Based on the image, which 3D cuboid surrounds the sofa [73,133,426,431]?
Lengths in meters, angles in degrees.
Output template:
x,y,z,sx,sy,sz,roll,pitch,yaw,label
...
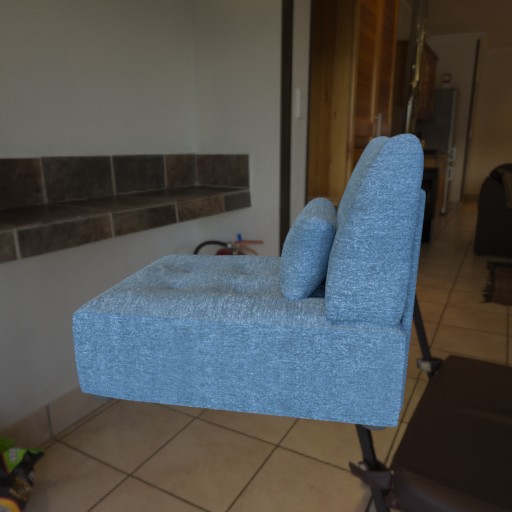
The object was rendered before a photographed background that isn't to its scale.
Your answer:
x,y,z,sx,sy,sz,roll,pitch,yaw,label
0.000,0.000,1.547,1.000,0.820,0.700,2,14,10,sofa
